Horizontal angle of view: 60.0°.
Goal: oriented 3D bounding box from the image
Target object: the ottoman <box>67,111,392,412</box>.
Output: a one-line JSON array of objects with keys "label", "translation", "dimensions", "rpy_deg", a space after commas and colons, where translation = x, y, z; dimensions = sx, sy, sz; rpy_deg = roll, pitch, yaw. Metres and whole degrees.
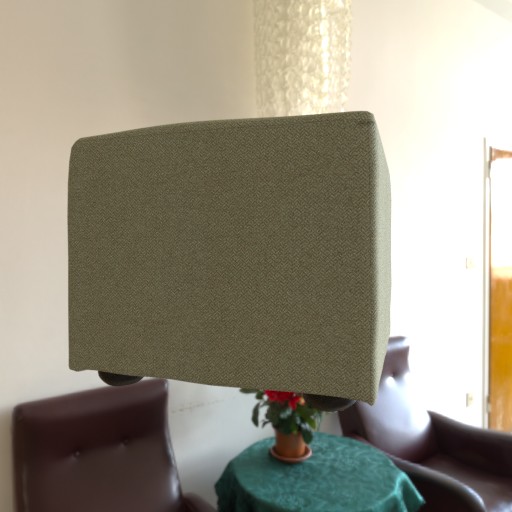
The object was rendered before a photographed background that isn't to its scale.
[{"label": "ottoman", "translation": [0.000, 0.000, 0.900], "dimensions": [0.512, 0.453, 0.521], "rpy_deg": [0, 1, 19]}]
